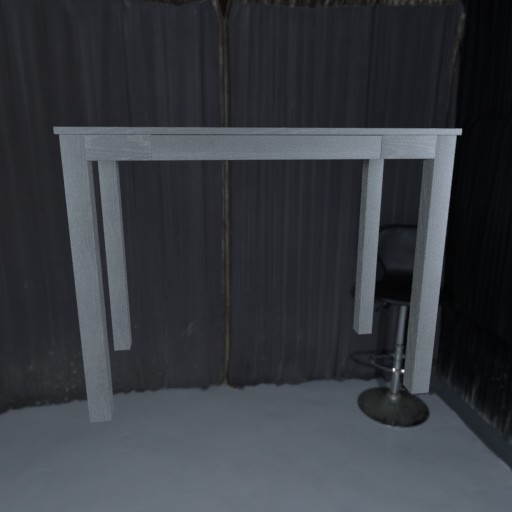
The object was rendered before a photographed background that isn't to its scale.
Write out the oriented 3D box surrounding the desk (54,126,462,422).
[{"bbox_3d":[0.000,0.000,1.395,0.991,0.762,0.499,-2,15,-8],"label":"desk"}]
